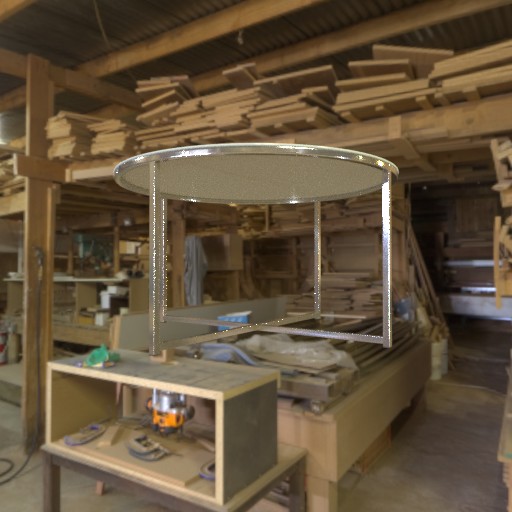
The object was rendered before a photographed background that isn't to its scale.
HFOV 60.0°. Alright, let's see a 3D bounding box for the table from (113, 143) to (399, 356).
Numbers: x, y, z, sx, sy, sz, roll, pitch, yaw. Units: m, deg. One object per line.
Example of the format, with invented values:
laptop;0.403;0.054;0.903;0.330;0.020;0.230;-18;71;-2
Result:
table;0.000;0.000;1.303;0.800;0.450;0.800;0;-1;0
